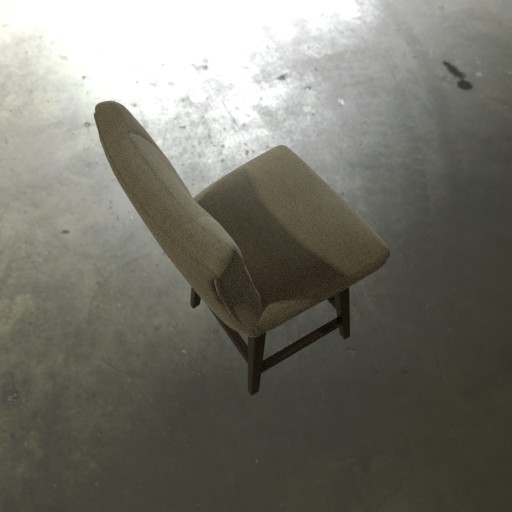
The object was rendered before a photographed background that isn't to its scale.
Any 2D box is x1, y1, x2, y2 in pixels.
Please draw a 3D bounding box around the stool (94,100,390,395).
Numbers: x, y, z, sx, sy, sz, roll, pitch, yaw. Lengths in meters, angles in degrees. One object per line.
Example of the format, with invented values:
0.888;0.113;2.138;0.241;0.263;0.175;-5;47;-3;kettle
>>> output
0.000;0.000;1.319;0.574;1.000;0.514;-30;62;-18;stool
